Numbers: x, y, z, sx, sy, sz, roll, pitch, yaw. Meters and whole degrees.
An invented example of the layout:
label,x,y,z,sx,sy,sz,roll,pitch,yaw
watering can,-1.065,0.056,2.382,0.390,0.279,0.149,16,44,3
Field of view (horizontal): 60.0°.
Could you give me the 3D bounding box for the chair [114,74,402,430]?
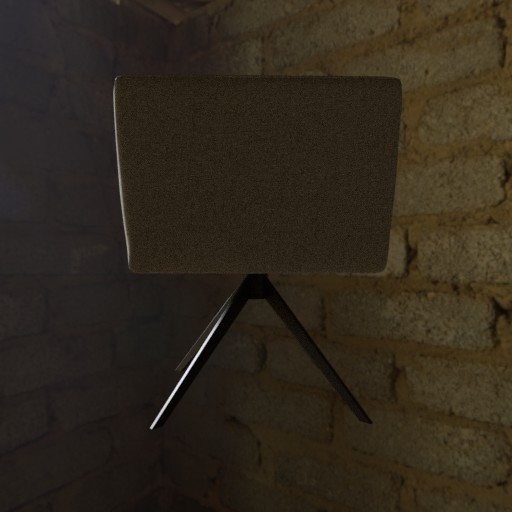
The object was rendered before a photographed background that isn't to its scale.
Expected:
label,x,y,z,sx,sy,sz,roll,pitch,yaw
chair,0.000,0.000,1.237,0.628,0.760,0.623,0,0,-1
